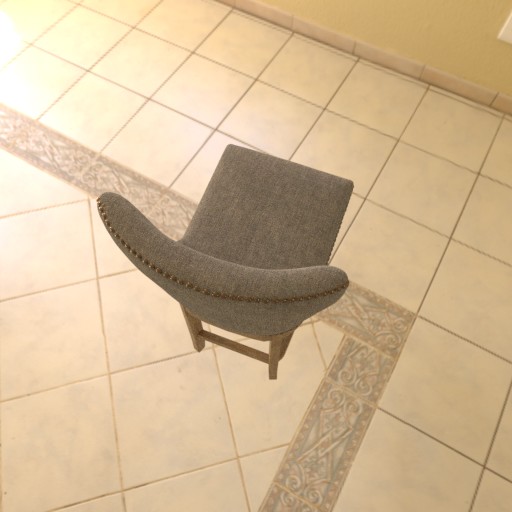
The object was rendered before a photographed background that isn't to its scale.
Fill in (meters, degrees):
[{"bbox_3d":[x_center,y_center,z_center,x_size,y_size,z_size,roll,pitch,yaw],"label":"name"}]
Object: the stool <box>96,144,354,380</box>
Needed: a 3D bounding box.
[{"bbox_3d":[0.000,0.000,1.307,0.498,0.981,0.608,19,66,9],"label":"stool"}]
